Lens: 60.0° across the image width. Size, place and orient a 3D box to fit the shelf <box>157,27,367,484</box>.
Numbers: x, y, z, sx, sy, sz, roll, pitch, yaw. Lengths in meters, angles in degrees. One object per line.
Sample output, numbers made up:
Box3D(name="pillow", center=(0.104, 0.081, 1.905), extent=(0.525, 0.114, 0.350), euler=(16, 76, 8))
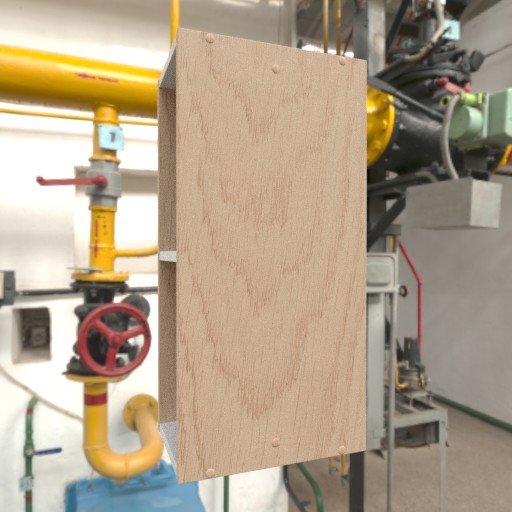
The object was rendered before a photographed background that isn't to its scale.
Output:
Box3D(name="shelf", center=(0.000, 0.000, 0.724), extent=(0.290, 0.600, 0.200), euler=(0, 0, -20))
